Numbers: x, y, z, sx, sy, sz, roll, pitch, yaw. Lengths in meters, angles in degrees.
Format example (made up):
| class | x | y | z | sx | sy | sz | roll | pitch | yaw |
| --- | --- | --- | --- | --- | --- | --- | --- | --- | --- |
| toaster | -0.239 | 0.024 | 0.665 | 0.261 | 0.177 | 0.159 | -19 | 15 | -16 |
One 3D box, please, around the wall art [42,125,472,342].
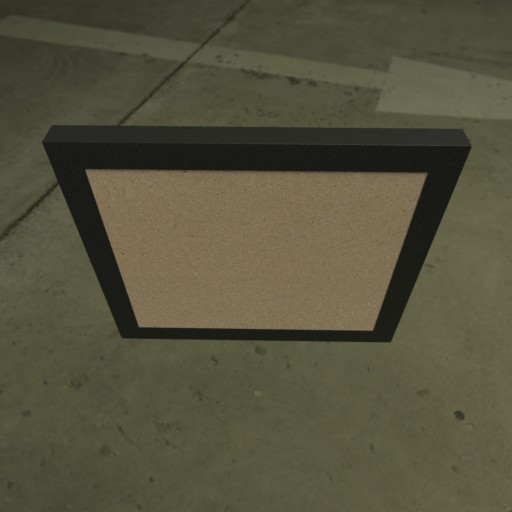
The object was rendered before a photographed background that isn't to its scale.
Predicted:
| class | x | y | z | sx | sy | sz | roll | pitch | yaw |
| --- | --- | --- | --- | --- | --- | --- | --- | --- | --- |
| wall art | 0.000 | 0.000 | 0.519 | 0.381 | 0.321 | 0.028 | 1 | 47 | 1 |
